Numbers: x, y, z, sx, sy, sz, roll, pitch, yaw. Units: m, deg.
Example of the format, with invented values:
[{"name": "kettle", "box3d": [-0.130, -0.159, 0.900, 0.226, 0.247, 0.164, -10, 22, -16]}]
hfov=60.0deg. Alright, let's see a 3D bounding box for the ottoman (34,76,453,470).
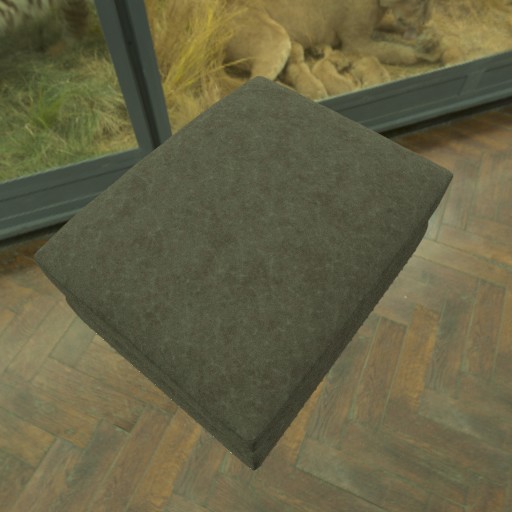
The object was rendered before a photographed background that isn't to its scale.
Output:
[{"name": "ottoman", "box3d": [0.000, 0.000, 1.085, 0.584, 0.513, 0.741, 34, 64, 19]}]
